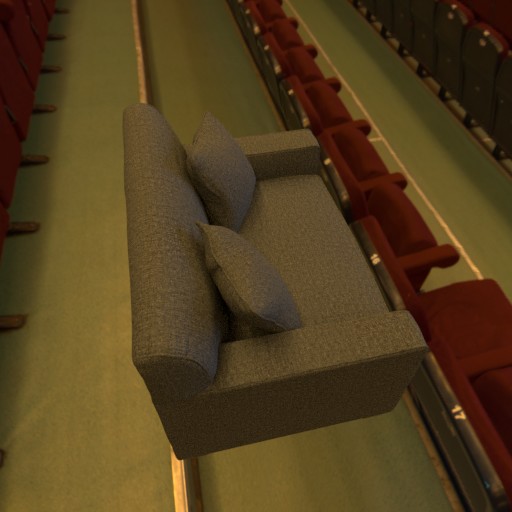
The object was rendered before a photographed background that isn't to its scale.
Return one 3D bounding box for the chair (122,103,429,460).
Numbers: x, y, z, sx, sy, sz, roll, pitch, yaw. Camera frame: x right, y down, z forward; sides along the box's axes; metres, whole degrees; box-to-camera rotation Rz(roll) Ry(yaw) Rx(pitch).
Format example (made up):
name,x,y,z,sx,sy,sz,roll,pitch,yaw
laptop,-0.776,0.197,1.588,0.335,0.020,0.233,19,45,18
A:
name,x,y,z,sx,sy,sz,roll,pitch,yaw
chair,0.000,0.000,2.018,1.000,0.948,1.383,-10,49,-8
